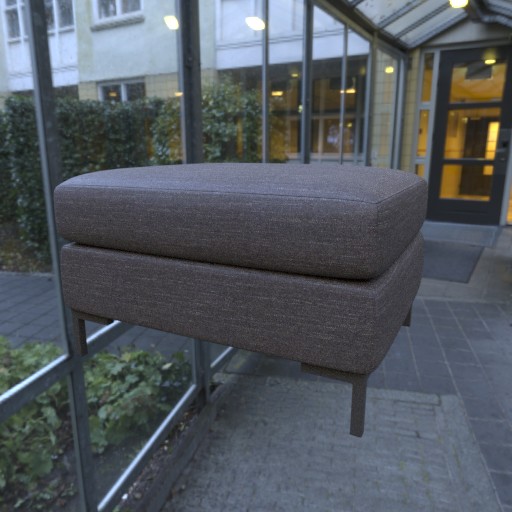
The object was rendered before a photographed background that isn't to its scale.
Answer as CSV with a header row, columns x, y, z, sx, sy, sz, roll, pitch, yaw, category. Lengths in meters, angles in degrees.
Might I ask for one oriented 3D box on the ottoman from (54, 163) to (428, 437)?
x,y,z,sx,sy,sz,roll,pitch,yaw,category
0.000,0.000,1.217,0.820,0.490,0.671,7,15,26,ottoman
